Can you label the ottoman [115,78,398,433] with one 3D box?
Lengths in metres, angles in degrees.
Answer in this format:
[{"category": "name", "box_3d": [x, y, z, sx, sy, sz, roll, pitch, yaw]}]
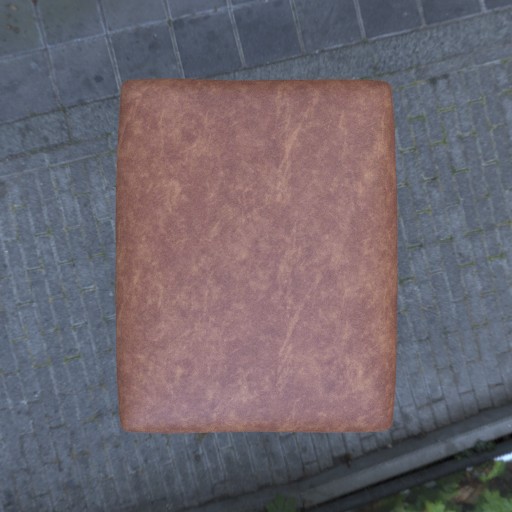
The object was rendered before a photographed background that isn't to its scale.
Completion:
[{"category": "ottoman", "box_3d": [0.000, 0.000, 1.091, 0.586, 0.486, 0.742, 0, 89, -1]}]
